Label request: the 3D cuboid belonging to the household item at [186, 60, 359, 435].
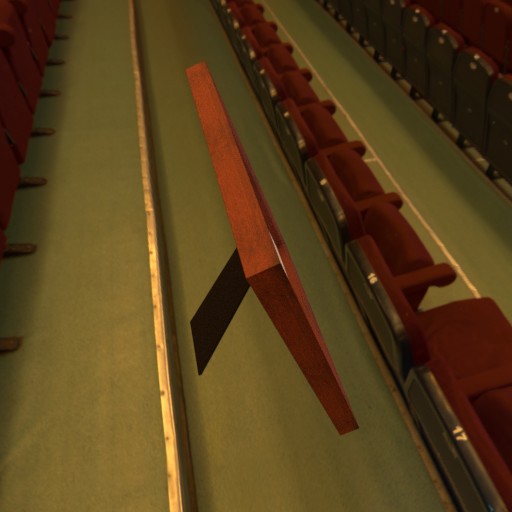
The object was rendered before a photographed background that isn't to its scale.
[{"bbox_3d":[0.000,0.000,0.380,0.131,0.240,0.240,-10,47,-9],"label":"household item"}]
